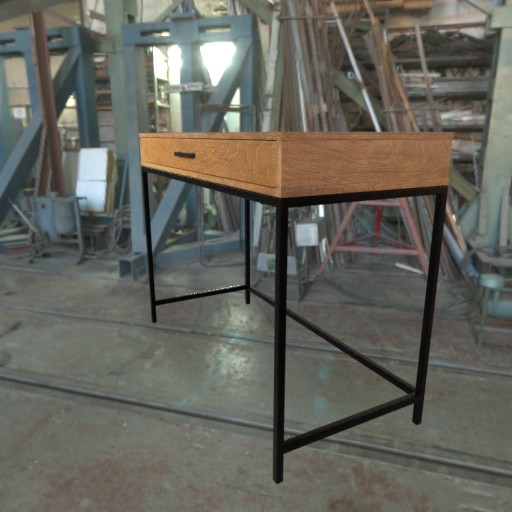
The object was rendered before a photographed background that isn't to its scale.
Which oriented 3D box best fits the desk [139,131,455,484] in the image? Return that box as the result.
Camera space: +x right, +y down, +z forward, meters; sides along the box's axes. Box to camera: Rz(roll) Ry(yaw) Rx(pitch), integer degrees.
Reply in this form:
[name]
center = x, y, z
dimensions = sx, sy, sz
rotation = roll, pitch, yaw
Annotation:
[desk]
center = 0.000, 0.000, 1.422
dimensions = 0.470, 0.762, 1.016
rotation = -8, 17, -27
